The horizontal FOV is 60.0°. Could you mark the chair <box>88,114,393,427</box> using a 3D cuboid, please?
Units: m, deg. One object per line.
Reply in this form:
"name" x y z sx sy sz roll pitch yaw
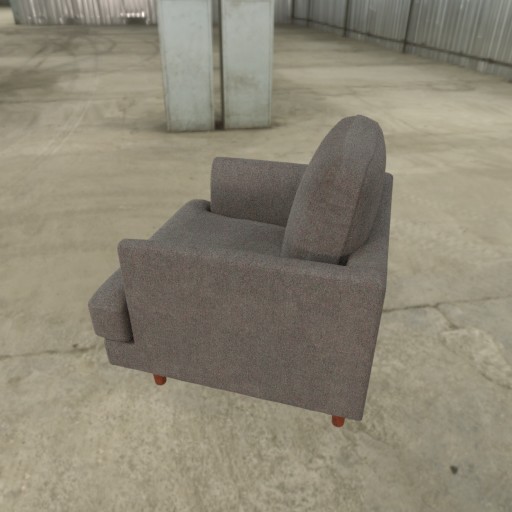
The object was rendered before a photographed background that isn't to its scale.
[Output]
"chair" 0.000 0.000 1.632 0.899 0.957 0.858 8 32 14
